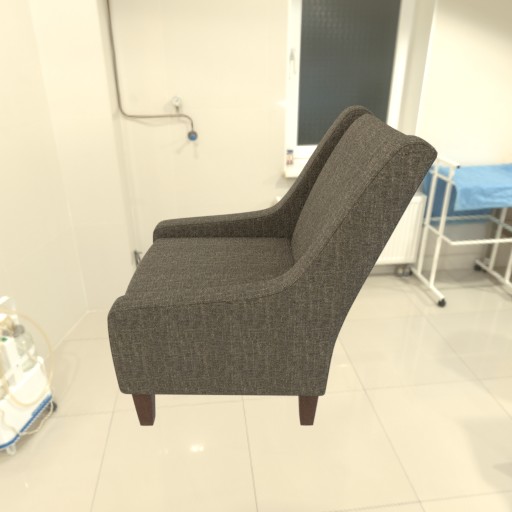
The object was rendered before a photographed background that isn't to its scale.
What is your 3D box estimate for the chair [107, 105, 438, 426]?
[{"bbox_3d":[0.000,0.000,1.689,0.944,1.012,0.793,0,25,0],"label":"chair"}]
